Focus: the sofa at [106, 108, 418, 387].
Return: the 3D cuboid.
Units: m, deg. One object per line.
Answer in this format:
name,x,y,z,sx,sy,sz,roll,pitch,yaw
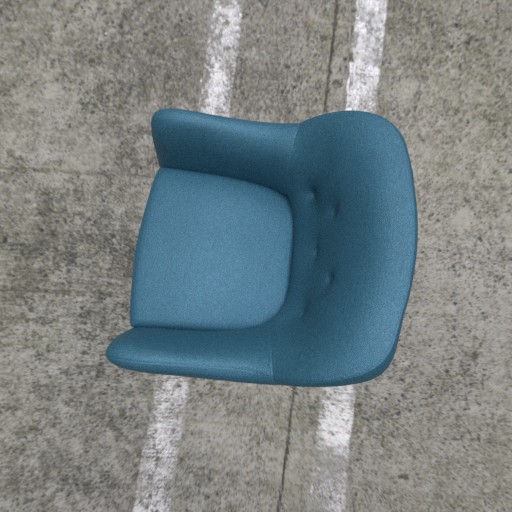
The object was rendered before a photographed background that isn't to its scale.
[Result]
sofa,0.000,0.000,1.514,0.825,0.817,0.836,7,77,2
